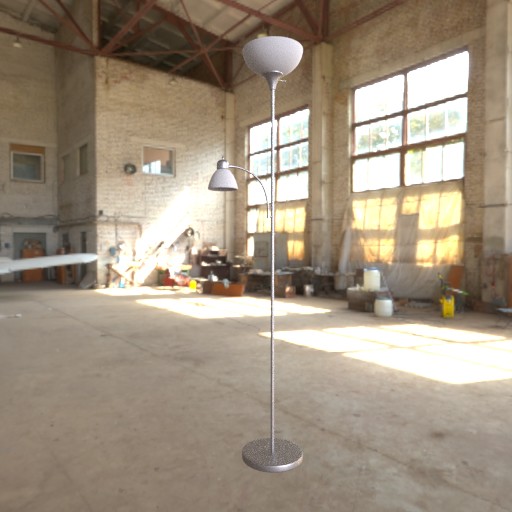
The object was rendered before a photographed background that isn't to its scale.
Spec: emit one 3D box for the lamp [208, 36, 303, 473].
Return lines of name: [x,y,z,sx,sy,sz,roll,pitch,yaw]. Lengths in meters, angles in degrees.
lamp: [0.000,0.000,1.944,0.425,1.804,0.279,0,1,-18]
